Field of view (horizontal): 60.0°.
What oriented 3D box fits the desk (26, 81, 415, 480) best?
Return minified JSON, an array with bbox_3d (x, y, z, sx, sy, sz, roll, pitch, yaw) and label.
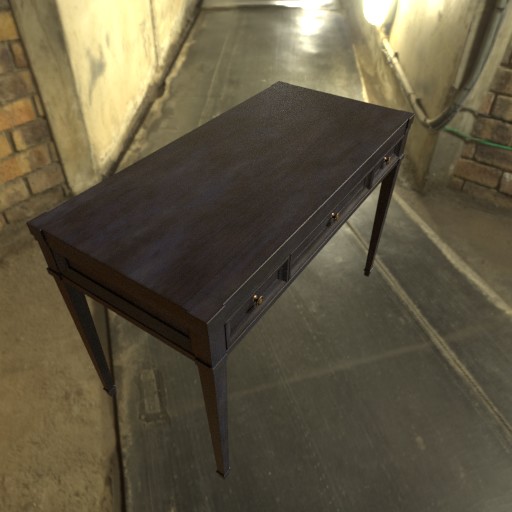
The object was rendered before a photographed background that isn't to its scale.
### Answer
[{"bbox_3d":[0.000,0.000,1.750,0.630,0.861,1.289,24,47,25],"label":"desk"}]
